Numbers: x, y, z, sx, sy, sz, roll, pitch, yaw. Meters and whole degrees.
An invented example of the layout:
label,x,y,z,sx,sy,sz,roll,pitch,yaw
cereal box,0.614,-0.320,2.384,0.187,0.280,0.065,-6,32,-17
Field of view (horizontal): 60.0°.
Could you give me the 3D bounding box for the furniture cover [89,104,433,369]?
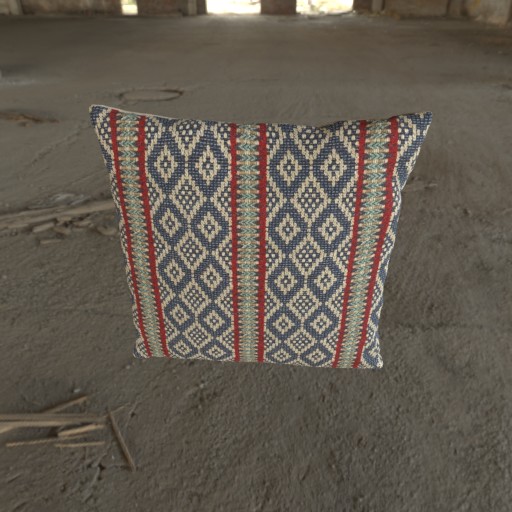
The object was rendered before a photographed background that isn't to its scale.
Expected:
label,x,y,z,sx,sy,sz,roll,pitch,yaw
furniture cover,0.000,0.000,0.660,0.431,0.431,0.139,2,31,3
